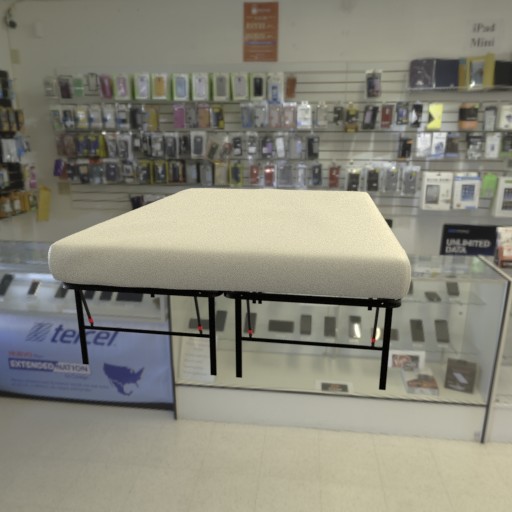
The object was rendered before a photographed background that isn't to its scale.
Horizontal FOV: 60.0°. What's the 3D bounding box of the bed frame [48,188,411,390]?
[{"bbox_3d":[0.000,0.000,2.888,1.584,0.667,2.151,2,16,9],"label":"bed frame"}]
